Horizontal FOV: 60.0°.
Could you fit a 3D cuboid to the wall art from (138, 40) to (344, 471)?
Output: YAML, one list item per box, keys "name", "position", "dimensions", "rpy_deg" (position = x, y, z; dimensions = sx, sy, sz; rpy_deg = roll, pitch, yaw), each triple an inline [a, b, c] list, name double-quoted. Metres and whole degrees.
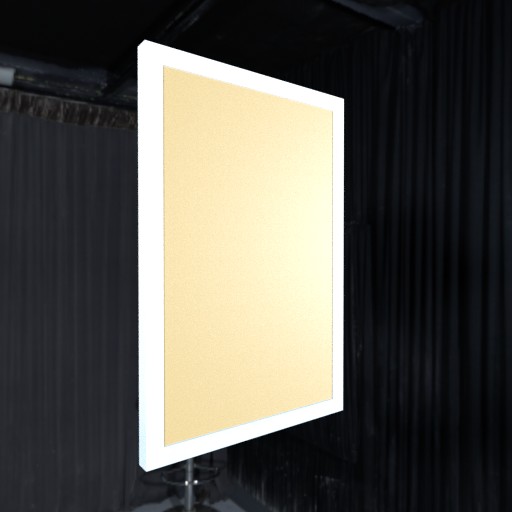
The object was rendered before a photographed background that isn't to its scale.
- name: "wall art"
  position: [0.000, 0.000, 1.137]
  dimensions: [0.612, 0.915, 0.039]
  rpy_deg: [-1, 1, -37]
